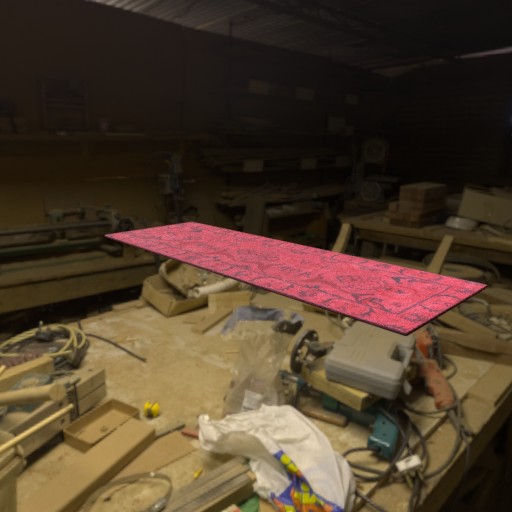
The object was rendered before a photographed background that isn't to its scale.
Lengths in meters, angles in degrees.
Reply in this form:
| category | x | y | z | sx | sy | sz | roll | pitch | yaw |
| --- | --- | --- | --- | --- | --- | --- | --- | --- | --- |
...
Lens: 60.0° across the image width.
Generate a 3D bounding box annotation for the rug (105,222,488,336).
| category | x | y | z | sx | sy | sz | roll | pitch | yaw |
| --- | --- | --- | --- | --- | --- | --- | --- | --- | --- |
| rug | 0.000 | 0.000 | 2.749 | 0.813 | 0.018 | 2.439 | -14 | 20 | -42 |
